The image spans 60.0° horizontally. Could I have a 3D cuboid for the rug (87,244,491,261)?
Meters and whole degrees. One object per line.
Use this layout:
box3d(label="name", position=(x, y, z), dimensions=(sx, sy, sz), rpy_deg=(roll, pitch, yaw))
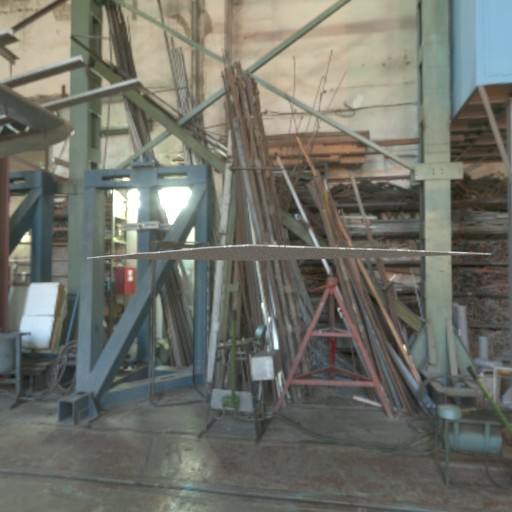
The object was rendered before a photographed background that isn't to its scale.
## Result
box3d(label="rug", position=(0.000, 0.000, 2.747), dimensions=(1.524, 0.013, 2.135), rpy_deg=(1, -2, -34))
